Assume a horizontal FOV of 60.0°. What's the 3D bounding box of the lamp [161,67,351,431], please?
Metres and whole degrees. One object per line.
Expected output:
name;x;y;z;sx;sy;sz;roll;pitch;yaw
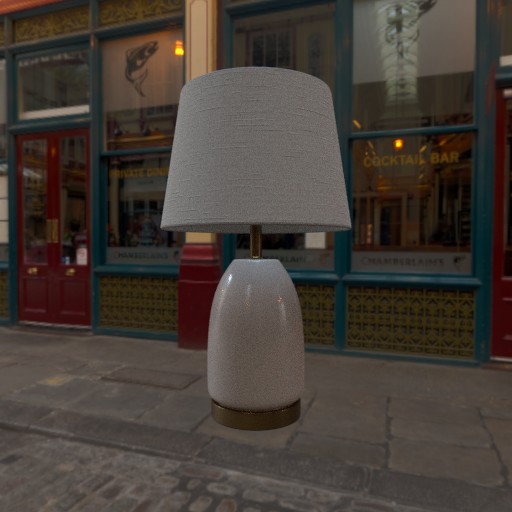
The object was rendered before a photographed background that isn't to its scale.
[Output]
lamp;0.000;0.000;0.678;0.285;0.483;0.285;0;1;0
